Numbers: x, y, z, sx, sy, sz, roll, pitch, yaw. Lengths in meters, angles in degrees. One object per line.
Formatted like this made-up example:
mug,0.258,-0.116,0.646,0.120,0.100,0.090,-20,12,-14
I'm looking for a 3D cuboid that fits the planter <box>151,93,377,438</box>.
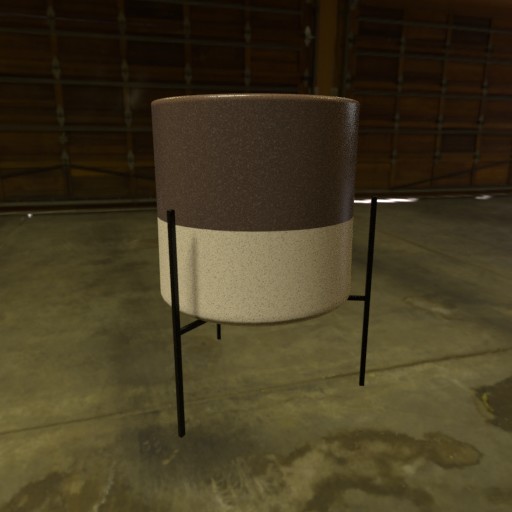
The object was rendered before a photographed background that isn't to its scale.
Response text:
planter,0.000,0.000,0.536,0.250,0.353,0.260,8,17,27
